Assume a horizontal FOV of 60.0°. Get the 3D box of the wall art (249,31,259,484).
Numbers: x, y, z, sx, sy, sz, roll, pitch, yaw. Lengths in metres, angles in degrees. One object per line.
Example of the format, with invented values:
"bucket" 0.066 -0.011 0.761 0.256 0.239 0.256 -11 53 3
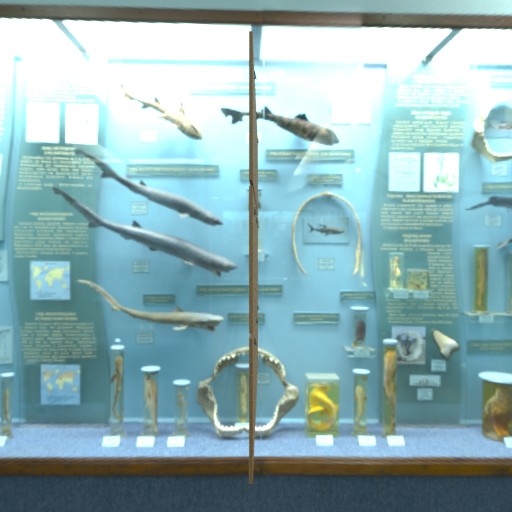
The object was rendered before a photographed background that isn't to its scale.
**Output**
"wall art" 0.000 0.000 2.251 0.023 1.522 1.526 0 1 1
